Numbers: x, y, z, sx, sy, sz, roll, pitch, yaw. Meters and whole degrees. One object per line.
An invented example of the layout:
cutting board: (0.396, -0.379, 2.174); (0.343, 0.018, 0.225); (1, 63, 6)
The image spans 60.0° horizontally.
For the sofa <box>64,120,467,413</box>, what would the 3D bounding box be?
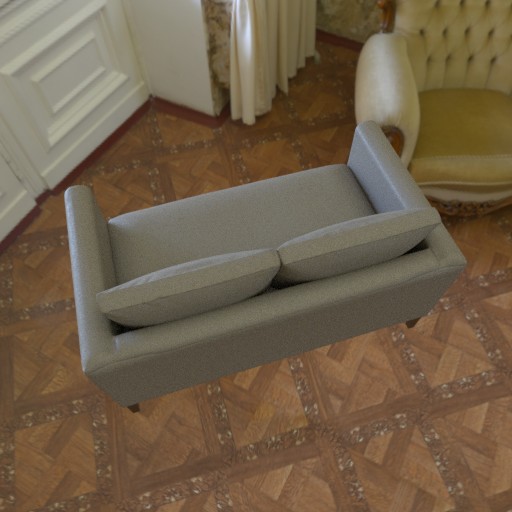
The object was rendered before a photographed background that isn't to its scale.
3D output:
sofa: (0.000, 0.000, 2.140); (1.598, 0.873, 0.899); (-15, 59, -9)
